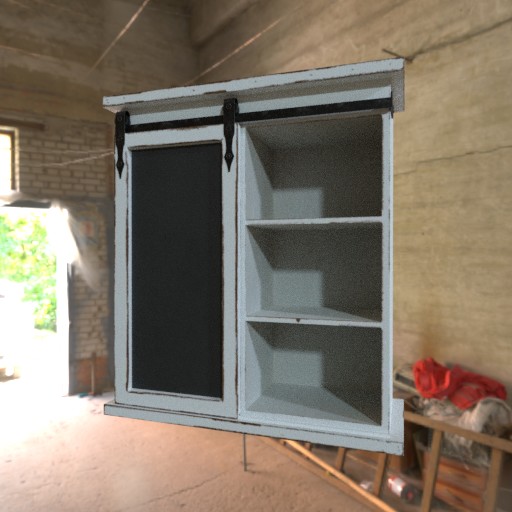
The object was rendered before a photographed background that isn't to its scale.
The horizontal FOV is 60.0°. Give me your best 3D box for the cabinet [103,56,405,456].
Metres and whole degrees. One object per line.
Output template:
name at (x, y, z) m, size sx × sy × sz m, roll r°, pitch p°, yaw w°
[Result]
cabinet at (0.000, 0.000, 0.854) m, size 0.541 × 0.603 × 0.210 m, roll 0°, pitch 0°, yaw 18°
